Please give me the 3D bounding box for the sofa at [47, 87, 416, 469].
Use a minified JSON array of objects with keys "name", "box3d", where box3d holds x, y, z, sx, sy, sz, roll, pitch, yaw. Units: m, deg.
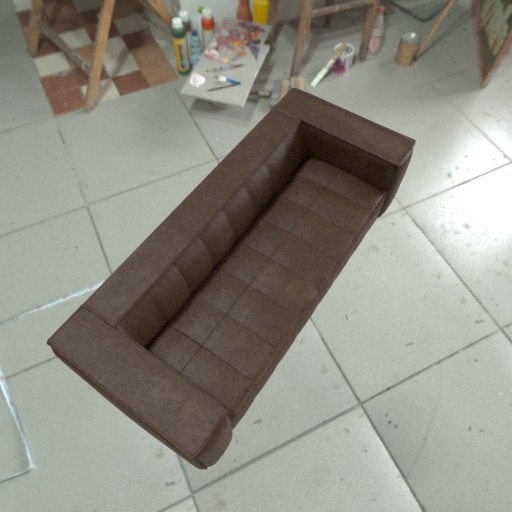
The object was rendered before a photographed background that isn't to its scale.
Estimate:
[{"name":"sofa","box3d":[0.000,0.000,3.067,1.102,0.701,2.581,31,64,17]}]
